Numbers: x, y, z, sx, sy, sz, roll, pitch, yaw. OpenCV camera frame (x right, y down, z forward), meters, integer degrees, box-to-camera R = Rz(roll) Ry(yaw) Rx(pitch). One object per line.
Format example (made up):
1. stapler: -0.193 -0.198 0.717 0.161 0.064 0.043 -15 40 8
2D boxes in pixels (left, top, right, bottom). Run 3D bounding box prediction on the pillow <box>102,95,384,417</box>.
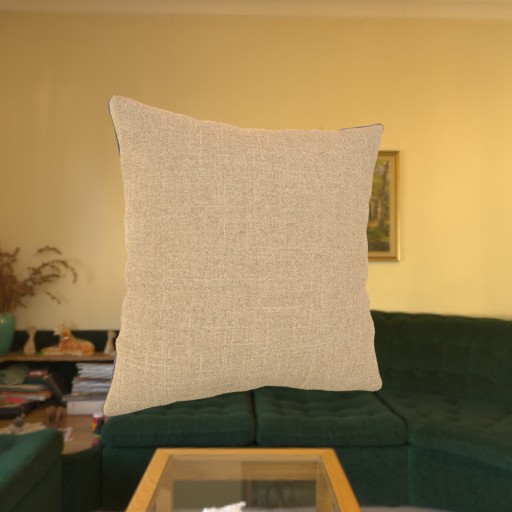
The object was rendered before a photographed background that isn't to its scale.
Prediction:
1. pillow: 0.000 0.000 0.675 0.440 0.441 0.147 0 -1 -18
